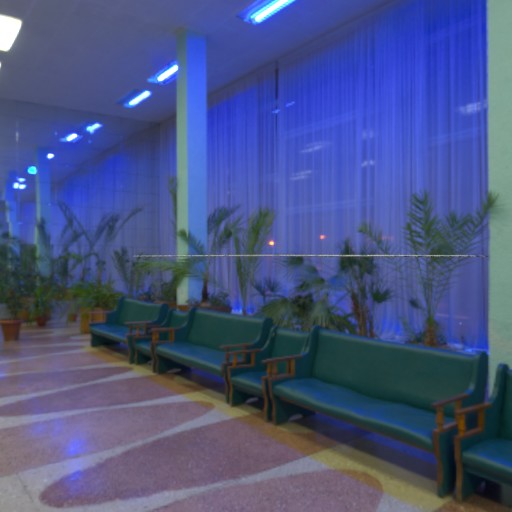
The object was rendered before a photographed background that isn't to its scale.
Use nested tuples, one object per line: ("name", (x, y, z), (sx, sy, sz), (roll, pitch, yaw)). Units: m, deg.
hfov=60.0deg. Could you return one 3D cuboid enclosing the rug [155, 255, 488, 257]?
("rug", (0.000, 0.000, 2.554), (0.620, 0.008, 2.372), (0, 0, -36))
